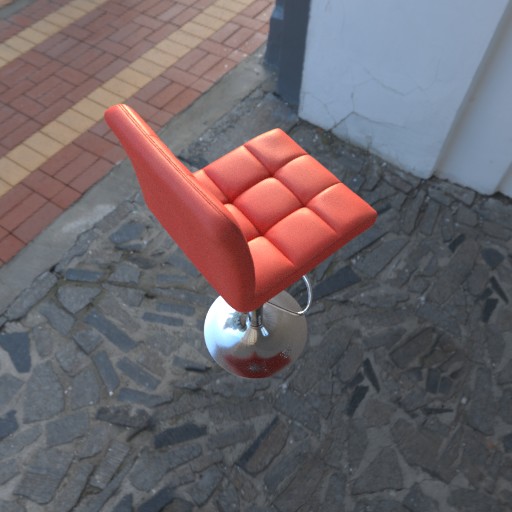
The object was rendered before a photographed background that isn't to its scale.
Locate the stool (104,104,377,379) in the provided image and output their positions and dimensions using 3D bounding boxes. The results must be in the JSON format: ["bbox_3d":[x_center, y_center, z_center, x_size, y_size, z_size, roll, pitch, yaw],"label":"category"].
[{"bbox_3d":[0.000,0.000,1.360,0.505,1.115,0.430,-33,63,-19],"label":"stool"}]
